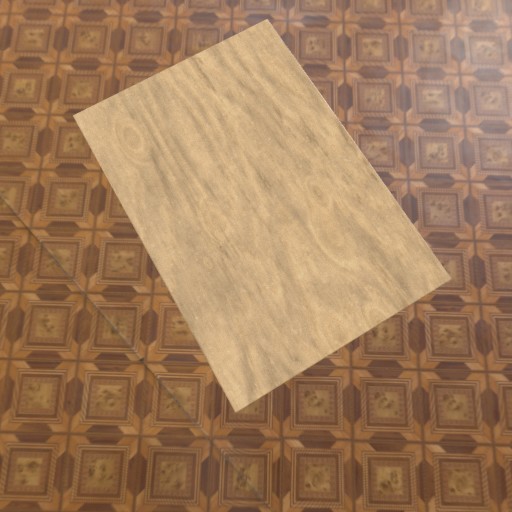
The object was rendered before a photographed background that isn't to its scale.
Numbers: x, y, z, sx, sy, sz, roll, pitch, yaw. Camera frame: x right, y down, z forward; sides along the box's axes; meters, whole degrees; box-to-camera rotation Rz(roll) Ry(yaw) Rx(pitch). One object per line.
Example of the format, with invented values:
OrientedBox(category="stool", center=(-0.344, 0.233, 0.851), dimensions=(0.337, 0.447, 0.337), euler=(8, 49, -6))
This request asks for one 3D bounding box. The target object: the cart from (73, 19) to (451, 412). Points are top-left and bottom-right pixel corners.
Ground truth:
OrientedBox(category="cart", center=(0.000, 0.000, 1.149), dimensions=(0.403, 0.839, 0.584), euler=(-30, 78, -7))
